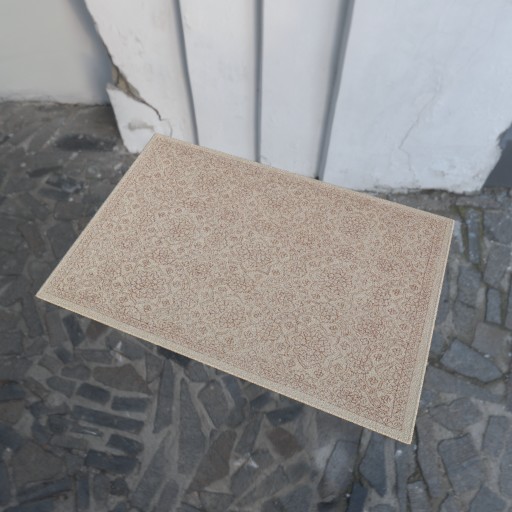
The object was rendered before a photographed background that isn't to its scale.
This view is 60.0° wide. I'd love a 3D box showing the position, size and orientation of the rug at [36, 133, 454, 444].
[{"bbox_3d":[0.000,0.000,2.274,1.829,0.010,1.219,19,60,11],"label":"rug"}]
